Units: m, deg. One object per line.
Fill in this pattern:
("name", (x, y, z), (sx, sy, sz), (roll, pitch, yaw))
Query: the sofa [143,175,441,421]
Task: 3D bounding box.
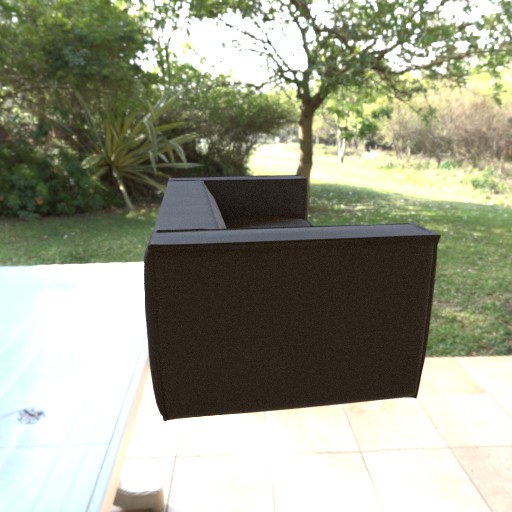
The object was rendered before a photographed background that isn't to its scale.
("sofa", (0.000, 0.000, 2.445), (1.038, 0.680, 1.995), (-2, 16, -8))
